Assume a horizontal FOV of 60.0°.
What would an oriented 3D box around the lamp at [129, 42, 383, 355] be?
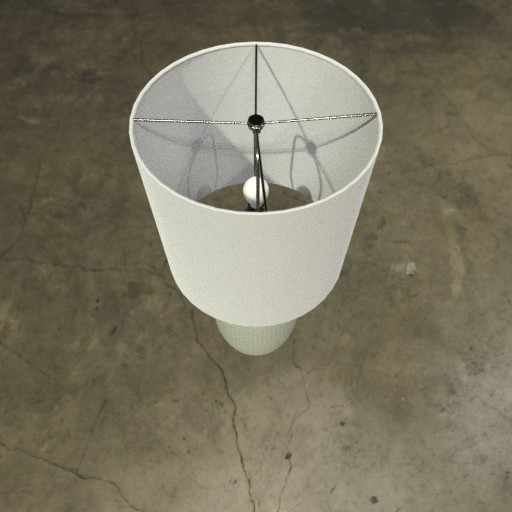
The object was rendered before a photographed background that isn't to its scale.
[{"bbox_3d":[0.000,0.000,0.573,0.217,0.453,0.217,-2,58,-1],"label":"lamp"}]
